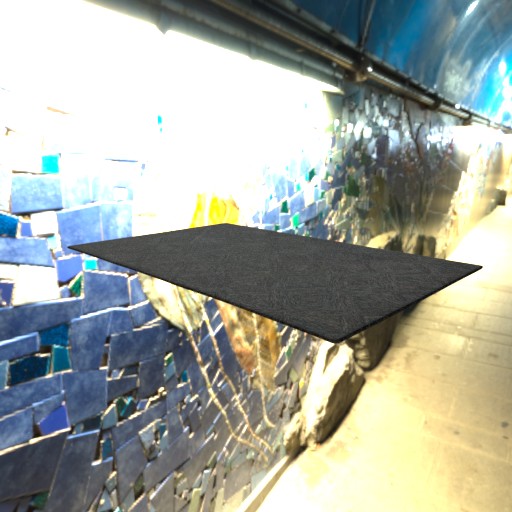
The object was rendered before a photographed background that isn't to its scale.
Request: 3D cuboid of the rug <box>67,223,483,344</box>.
[{"bbox_3d":[0.000,0.000,2.186,1.752,0.013,1.158,13,18,43],"label":"rug"}]
